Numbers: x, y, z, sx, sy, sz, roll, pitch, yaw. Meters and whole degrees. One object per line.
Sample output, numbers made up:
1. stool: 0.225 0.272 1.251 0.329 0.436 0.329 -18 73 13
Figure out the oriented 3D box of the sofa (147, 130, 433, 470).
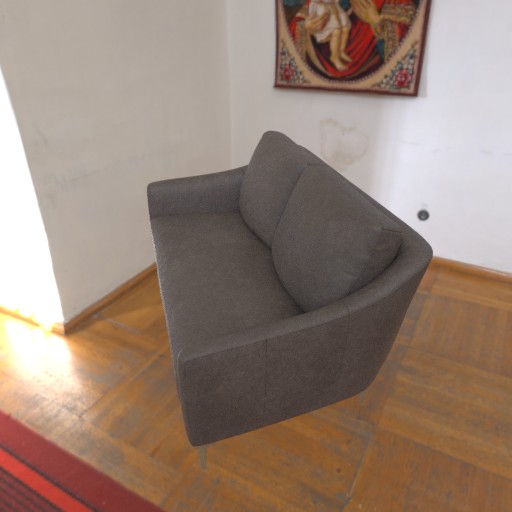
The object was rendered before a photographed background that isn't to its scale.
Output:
1. sofa: 0.000 0.000 2.189 0.960 0.902 1.619 -8 31 -14
